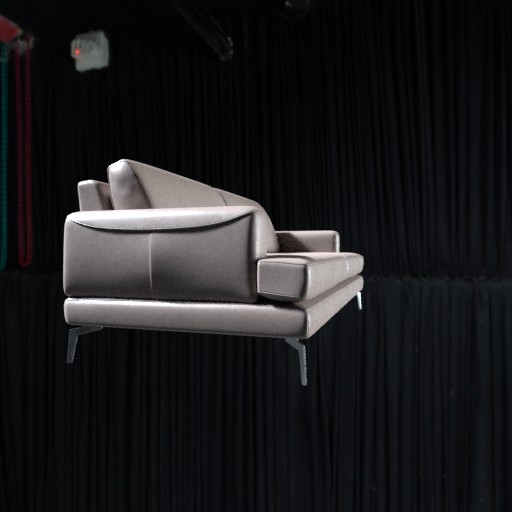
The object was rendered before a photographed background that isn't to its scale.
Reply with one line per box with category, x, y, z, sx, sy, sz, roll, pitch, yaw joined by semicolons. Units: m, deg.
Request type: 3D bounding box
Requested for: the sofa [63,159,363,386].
sofa;0.000;0.000;2.373;0.974;0.765;1.940;0;1;18
